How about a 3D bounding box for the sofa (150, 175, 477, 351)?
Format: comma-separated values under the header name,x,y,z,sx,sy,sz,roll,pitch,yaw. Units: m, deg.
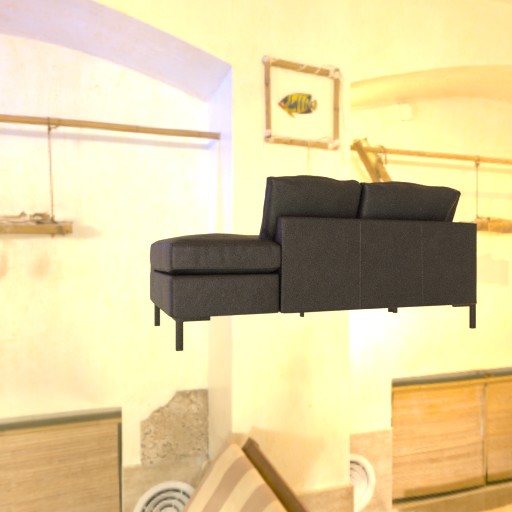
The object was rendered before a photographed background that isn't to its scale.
name,x,y,z,sx,sy,sz,roll,pitch,yaw
sofa,0.000,0.000,3.805,1.939,0.900,2.956,0,0,-20
